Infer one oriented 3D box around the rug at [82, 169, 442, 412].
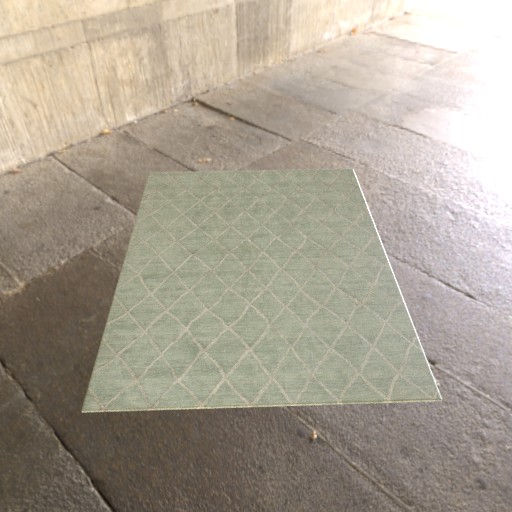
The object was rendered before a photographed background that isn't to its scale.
[{"bbox_3d":[0.000,0.000,4.105,2.420,0.019,3.039,-1,41,-1],"label":"rug"}]
